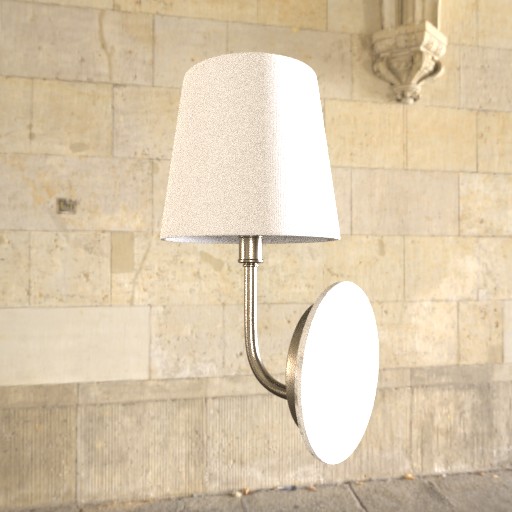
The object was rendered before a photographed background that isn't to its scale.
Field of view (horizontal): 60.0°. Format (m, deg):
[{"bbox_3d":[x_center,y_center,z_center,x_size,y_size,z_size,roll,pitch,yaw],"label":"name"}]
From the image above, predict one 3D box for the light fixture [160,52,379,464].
[{"bbox_3d":[0.000,0.000,0.424,0.188,0.337,0.168,-1,-1,37],"label":"light fixture"}]
